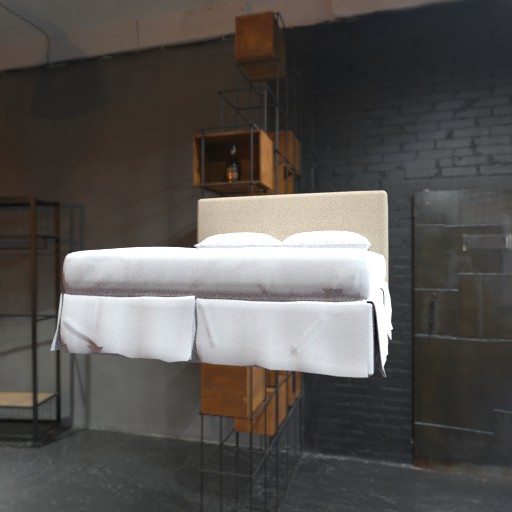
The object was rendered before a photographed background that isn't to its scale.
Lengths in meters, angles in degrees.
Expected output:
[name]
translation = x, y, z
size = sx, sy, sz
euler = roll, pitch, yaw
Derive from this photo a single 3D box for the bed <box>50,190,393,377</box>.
[bed]
translation = 0.000, 0.000, 3.632
size = 2.119, 1.317, 2.319
euler = 0, -1, 18
